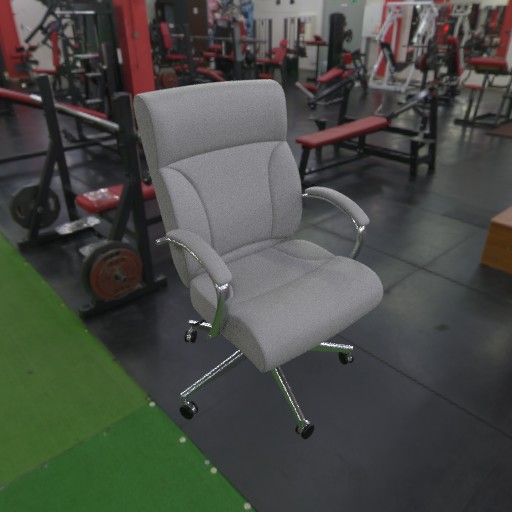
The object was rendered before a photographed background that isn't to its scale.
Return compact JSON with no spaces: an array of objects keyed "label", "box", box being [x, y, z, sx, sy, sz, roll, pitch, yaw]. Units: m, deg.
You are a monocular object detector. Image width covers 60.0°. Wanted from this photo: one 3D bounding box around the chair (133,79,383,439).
[{"label":"chair","box":[0.000,0.000,1.581,0.727,1.099,0.745,-22,35,-34]}]
